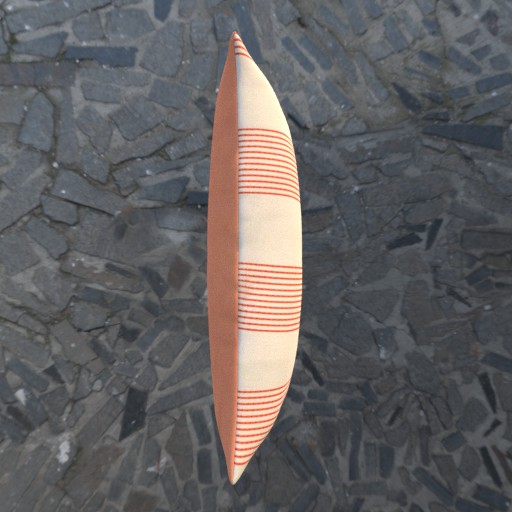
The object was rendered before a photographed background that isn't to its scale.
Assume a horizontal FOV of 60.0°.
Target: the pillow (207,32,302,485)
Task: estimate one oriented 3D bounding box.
[{"bbox_3d":[0.000,0.000,0.733,0.156,0.292,0.608,0,88,0],"label":"pillow"}]
